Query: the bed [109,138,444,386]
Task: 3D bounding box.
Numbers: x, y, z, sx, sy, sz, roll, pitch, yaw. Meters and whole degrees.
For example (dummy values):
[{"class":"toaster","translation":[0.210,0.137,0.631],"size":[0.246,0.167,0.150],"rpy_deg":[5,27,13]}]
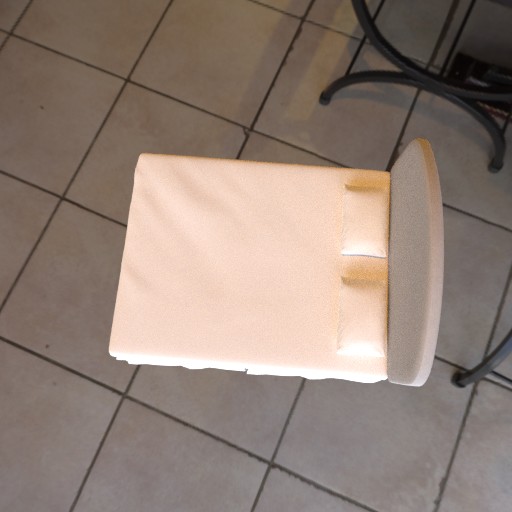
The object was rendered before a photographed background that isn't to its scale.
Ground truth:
[{"class":"bed","translation":[0.000,0.000,3.036],"size":[2.005,1.410,1.607],"rpy_deg":[5,77,1]}]
